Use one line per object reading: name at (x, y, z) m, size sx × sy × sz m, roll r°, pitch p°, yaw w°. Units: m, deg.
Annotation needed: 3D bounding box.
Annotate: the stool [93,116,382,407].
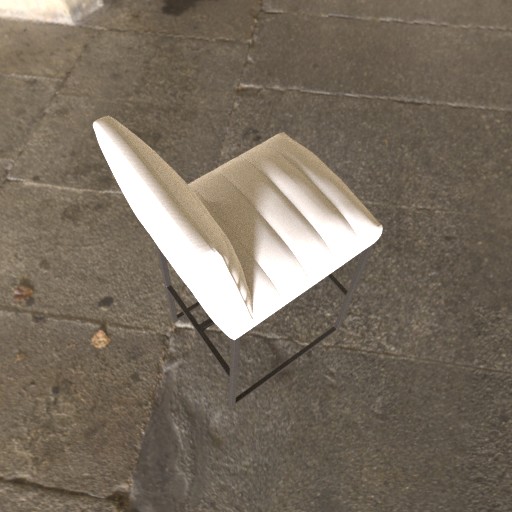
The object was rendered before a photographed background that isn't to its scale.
stool at (0.000, 0.000, 1.379) m, size 0.573 × 1.061 × 0.464 m, roll -32°, pitch 63°, yaw -18°
